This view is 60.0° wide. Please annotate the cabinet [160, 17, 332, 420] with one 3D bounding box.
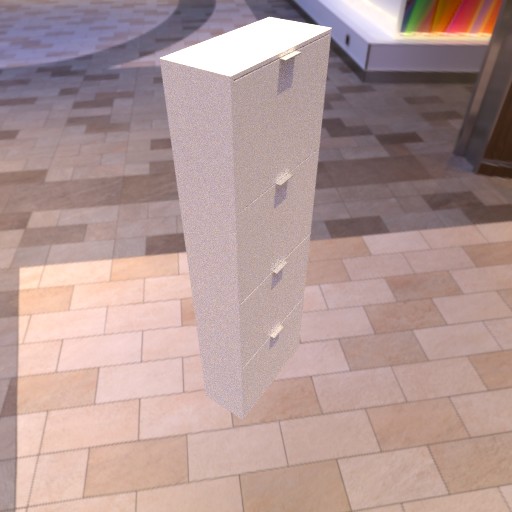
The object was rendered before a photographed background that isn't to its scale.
[{"bbox_3d":[0.000,0.000,1.808,0.255,1.630,0.520,25,47,26],"label":"cabinet"}]
